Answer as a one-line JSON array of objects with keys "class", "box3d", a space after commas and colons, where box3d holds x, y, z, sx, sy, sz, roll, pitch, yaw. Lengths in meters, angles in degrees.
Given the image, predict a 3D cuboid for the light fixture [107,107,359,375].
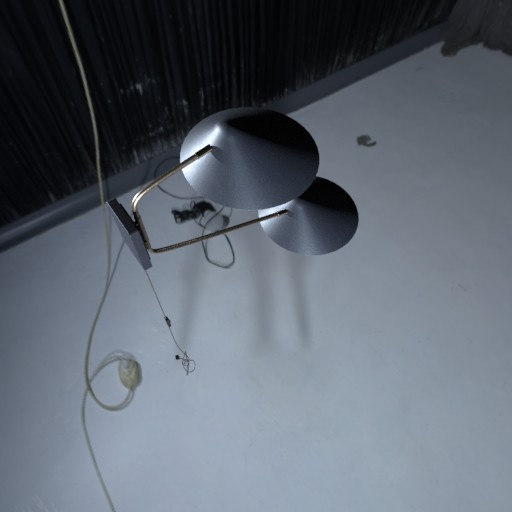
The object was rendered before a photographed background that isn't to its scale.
[{"class": "light fixture", "box3d": [0.000, 0.000, 0.819, 0.422, 0.665, 0.189, -31, 63, -18]}]
